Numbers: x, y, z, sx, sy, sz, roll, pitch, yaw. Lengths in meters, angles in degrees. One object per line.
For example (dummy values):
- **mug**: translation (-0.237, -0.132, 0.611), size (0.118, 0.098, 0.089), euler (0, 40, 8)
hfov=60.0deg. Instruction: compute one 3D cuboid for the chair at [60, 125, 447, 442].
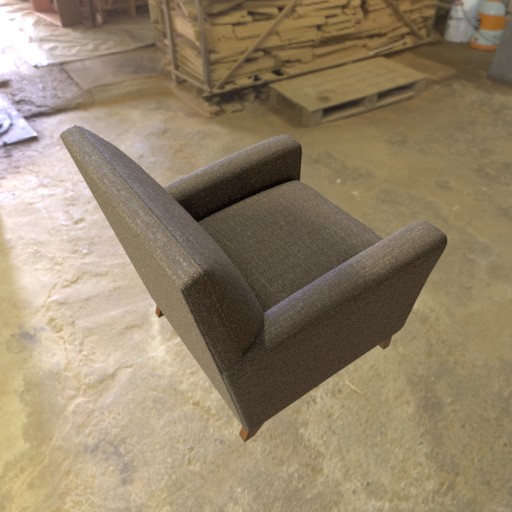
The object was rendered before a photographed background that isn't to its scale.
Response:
- **chair**: translation (0.000, 0.000, 1.533), size (0.875, 0.885, 0.838), euler (-25, 48, -25)
